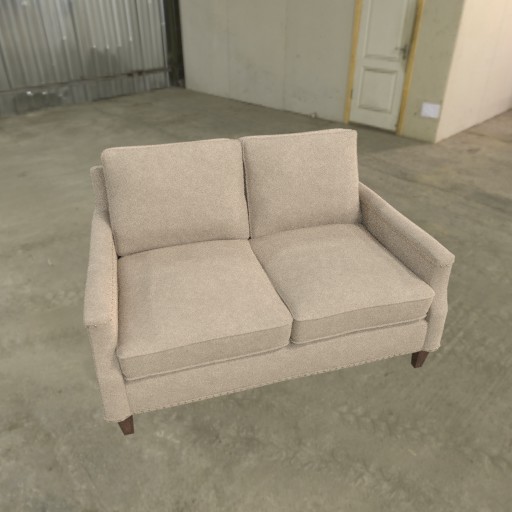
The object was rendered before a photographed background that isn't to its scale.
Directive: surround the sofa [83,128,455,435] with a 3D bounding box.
[{"bbox_3d":[0.000,0.000,2.235,1.597,1.002,1.084,-9,33,-13],"label":"sofa"}]
